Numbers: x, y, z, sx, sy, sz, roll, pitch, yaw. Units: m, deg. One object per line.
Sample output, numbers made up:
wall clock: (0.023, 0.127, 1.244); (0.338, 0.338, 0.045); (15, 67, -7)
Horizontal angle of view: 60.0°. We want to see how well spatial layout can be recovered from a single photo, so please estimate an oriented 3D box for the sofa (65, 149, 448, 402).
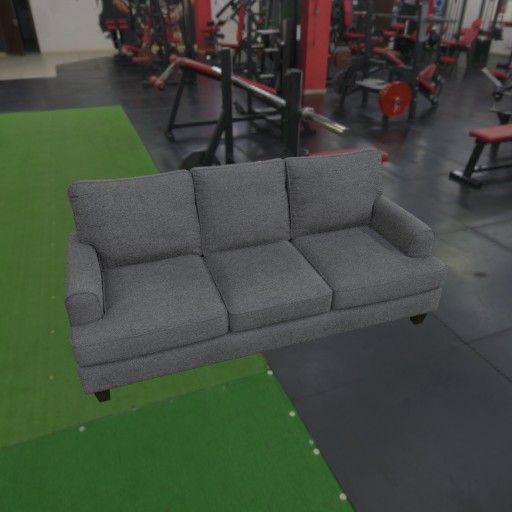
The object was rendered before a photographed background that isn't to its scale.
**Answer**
sofa: (0.000, 0.000, 2.711); (2.158, 0.965, 0.951); (-10, 32, -16)
